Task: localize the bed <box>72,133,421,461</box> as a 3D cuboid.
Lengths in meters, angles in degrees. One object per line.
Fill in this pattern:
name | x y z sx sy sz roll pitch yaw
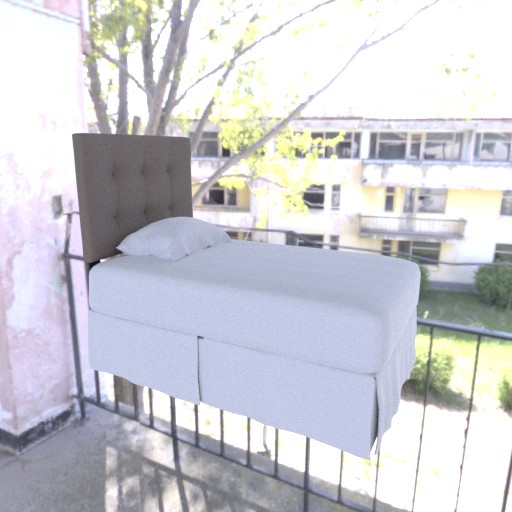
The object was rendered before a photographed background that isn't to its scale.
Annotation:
bed | 0.000 0.000 2.928 1.997 1.571 1.261 7 15 27
